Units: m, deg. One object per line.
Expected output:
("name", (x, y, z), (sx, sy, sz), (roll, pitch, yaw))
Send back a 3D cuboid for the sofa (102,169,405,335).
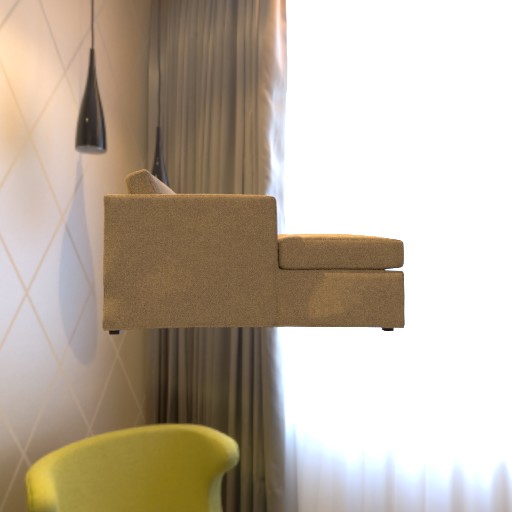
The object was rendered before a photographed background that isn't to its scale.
("sofa", (0.000, 0.000, 3.906), (1.638, 0.920, 3.198), (0, -2, 0))
